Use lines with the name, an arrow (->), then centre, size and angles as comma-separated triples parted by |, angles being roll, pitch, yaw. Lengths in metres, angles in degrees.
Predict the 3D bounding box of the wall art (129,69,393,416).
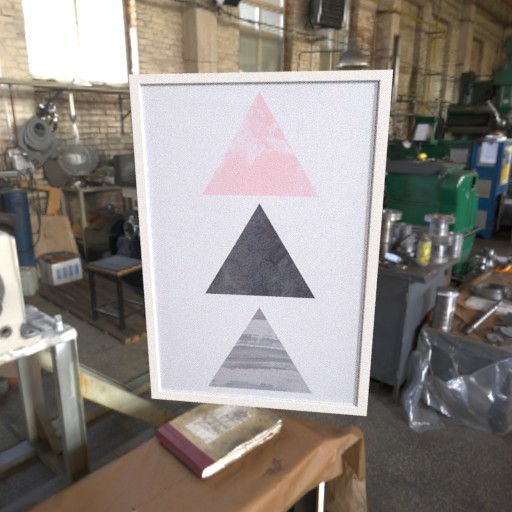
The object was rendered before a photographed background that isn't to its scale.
wall art -> 0.000, 0.000, 0.852 | 0.456, 0.656, 0.013 | 2, 16, 8
